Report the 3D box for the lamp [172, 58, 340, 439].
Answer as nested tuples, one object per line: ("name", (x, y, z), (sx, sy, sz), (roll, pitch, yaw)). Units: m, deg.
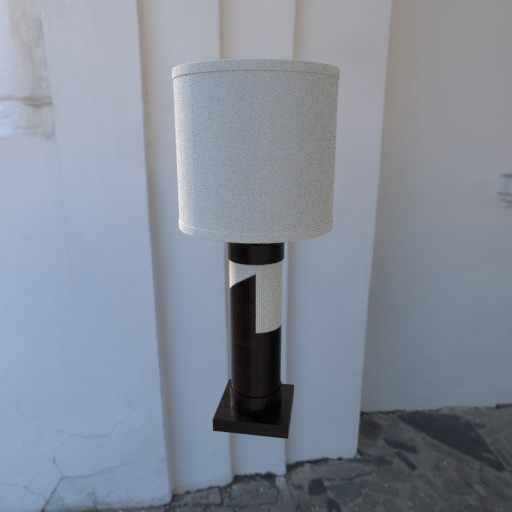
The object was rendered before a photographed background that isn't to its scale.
("lamp", (0.000, 0.000, 0.628), (0.211, 0.509, 0.211), (2, 16, 9))
